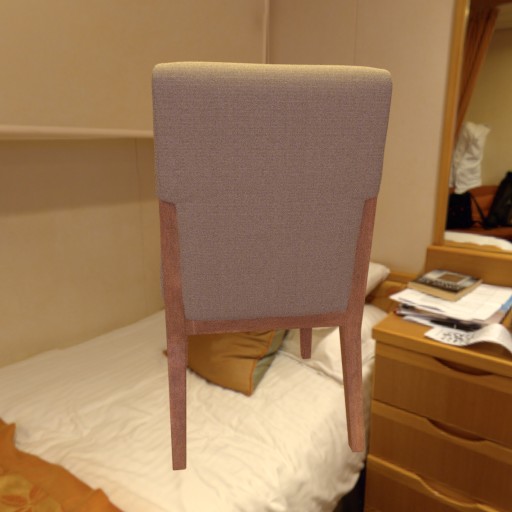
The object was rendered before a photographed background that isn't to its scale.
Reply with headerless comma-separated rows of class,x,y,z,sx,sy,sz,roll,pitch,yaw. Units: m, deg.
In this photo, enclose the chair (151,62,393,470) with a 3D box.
chair,0.000,0.000,1.236,0.507,0.911,0.586,-2,14,-8
